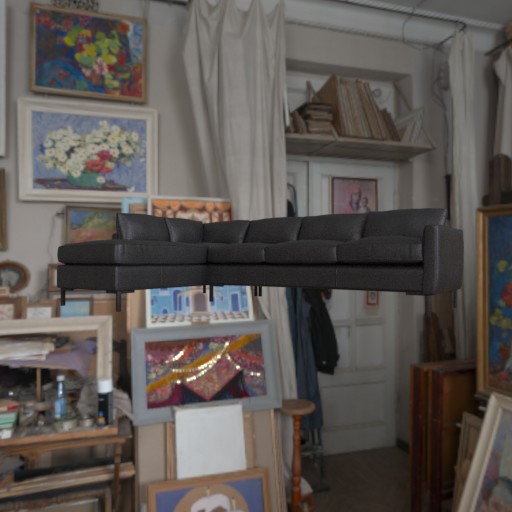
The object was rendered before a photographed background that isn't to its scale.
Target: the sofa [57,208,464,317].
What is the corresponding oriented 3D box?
[{"bbox_3d":[0.000,0.000,3.831,2.984,0.877,1.938,0,-1,35],"label":"sofa"}]
